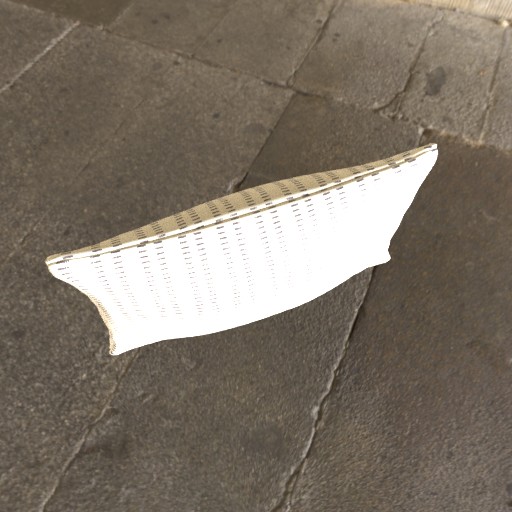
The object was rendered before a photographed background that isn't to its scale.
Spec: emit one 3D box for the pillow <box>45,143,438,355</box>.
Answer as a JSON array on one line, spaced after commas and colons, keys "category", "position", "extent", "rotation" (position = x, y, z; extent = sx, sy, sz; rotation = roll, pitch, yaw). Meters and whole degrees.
[{"category": "pillow", "position": [0.000, 0.000, 0.817], "extent": [0.640, 0.353, 0.210], "rotation": [-18, 60, -11]}]
